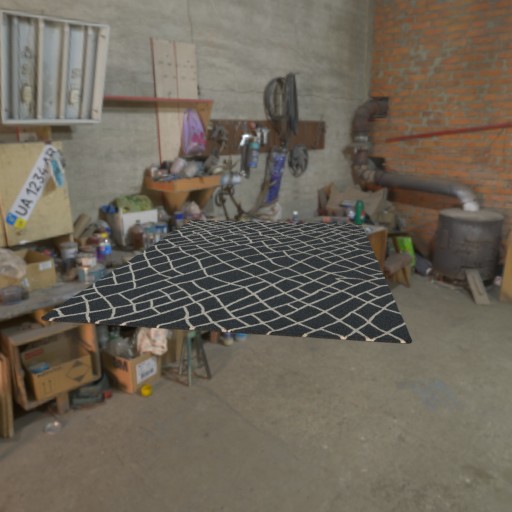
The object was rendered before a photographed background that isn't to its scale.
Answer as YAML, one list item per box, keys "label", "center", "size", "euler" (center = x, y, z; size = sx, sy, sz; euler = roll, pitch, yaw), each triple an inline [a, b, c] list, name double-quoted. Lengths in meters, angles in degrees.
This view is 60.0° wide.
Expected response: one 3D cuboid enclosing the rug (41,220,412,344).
- label: "rug"
  center: [0.000, 0.000, 2.289]
  size: [1.223, 0.013, 1.830]
  euler: [2, 15, 8]
